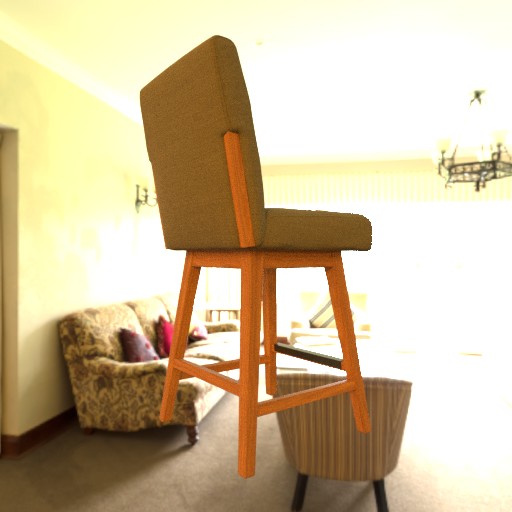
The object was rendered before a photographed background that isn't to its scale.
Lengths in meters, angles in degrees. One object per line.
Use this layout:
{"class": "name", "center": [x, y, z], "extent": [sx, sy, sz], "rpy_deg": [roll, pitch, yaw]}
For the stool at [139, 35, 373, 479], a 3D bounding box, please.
{"class": "stool", "center": [0.000, 0.000, 1.316], "extent": [0.570, 1.019, 0.459], "rpy_deg": [0, 0, -37]}
